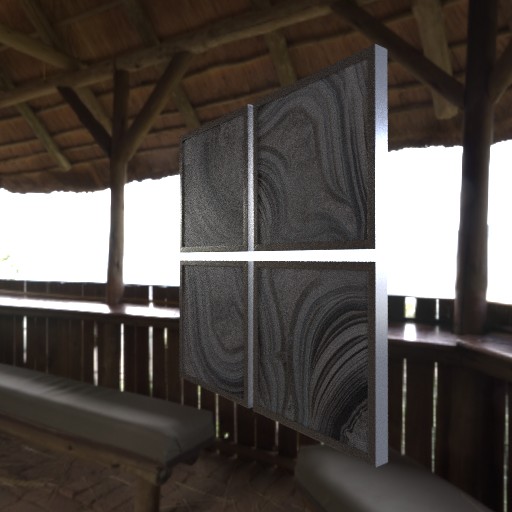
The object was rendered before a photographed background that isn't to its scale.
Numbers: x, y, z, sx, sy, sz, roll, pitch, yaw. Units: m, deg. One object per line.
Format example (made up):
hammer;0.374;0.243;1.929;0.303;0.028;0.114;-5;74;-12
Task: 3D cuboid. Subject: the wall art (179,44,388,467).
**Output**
wall art;0.000;0.000;0.892;0.029;0.611;0.611;0;0;-37
